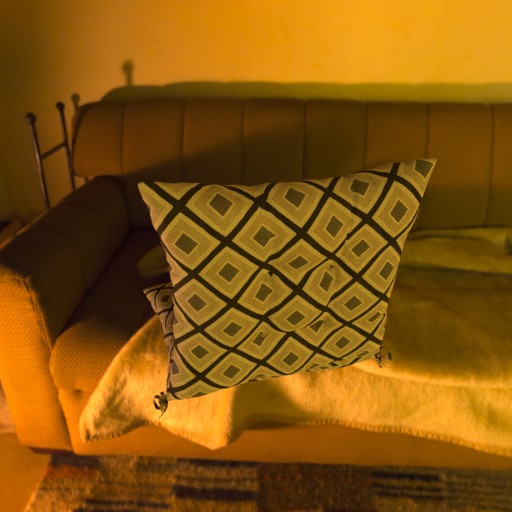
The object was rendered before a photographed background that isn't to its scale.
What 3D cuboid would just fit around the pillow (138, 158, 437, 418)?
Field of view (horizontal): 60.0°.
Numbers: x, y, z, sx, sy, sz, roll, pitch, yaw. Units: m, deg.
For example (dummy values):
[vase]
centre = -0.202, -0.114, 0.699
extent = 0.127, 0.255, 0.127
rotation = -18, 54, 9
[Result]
[pillow]
centre = 0.000, 0.000, 1.018
extent = 0.541, 0.536, 0.585
rotation = -8, 27, -16
